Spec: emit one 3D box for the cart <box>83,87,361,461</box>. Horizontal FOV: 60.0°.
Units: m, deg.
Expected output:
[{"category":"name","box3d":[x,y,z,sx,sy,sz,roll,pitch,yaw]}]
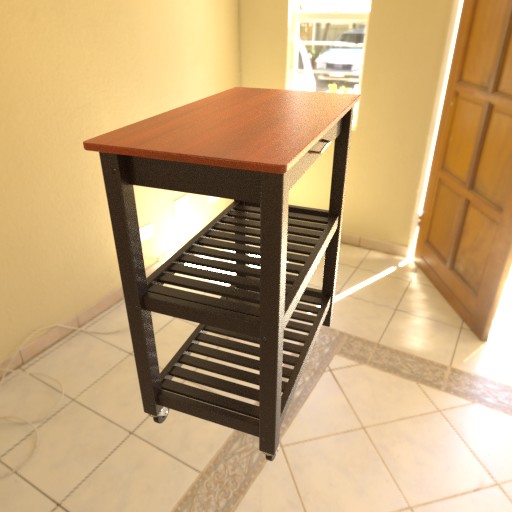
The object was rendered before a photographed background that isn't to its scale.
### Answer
[{"category":"cart","box3d":[0.000,0.000,1.462,0.457,0.927,0.899,11,31,18]}]
